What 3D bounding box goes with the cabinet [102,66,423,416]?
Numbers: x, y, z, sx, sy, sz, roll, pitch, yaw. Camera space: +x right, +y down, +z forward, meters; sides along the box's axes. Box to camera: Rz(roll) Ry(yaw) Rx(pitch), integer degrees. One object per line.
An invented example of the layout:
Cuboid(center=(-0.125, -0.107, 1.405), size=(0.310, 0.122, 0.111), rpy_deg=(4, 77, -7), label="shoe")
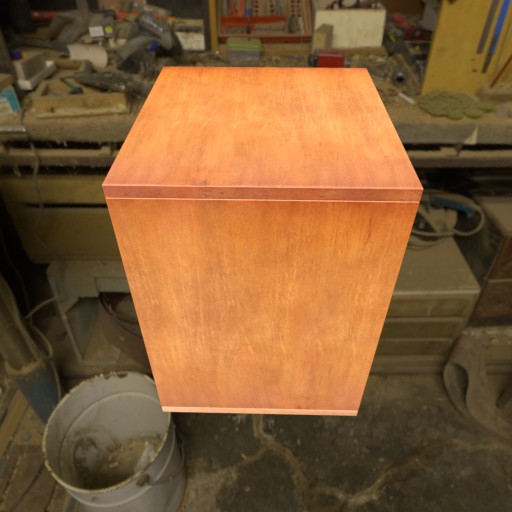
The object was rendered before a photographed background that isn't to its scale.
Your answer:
Cuboid(center=(0.000, 0.000, 0.866), size=(0.401, 0.579, 0.409), rpy_deg=(1, 42, 1), label="cabinet")
